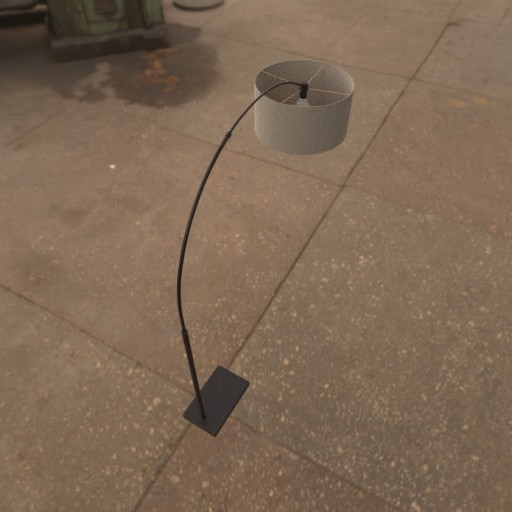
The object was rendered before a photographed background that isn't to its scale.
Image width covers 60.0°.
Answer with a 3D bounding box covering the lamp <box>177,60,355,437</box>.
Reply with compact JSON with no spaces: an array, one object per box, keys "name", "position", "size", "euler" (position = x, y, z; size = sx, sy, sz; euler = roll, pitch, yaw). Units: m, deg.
[{"name":"lamp","position":[0.000,0.000,2.544],"size":[0.493,1.927,1.424],"euler":[24,52,20]}]
